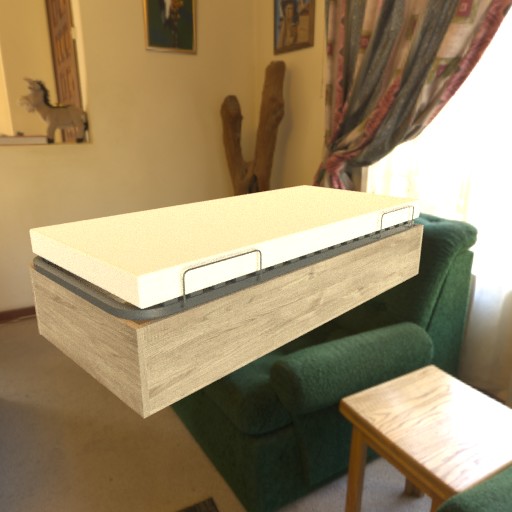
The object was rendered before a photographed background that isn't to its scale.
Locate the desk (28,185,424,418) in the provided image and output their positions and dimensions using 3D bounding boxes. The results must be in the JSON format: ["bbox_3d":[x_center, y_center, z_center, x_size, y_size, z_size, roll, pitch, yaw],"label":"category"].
[{"bbox_3d":[0.000,0.000,2.250,0.900,0.455,1.900,16,23,42],"label":"desk"}]
